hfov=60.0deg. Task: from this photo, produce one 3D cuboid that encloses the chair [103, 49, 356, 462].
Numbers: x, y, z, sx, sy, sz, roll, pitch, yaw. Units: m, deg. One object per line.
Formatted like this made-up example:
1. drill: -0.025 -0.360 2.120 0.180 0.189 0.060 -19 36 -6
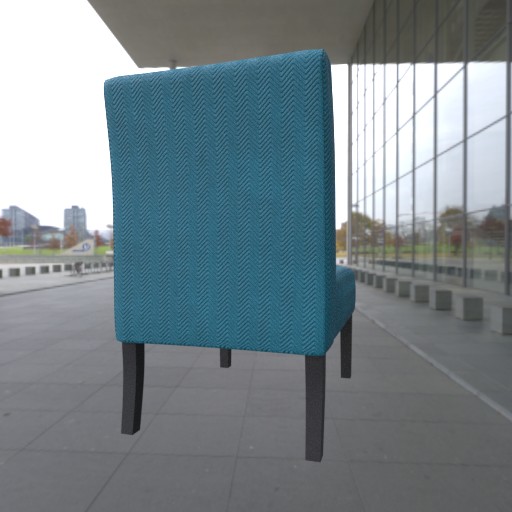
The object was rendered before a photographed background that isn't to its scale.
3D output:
1. chair: 0.000 0.000 1.409 0.579 0.927 0.808 0 1 18
